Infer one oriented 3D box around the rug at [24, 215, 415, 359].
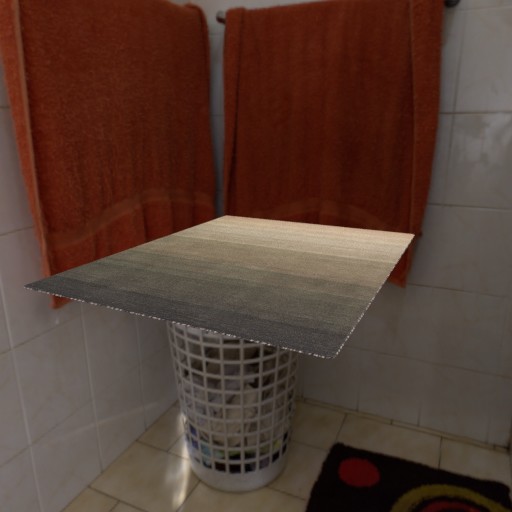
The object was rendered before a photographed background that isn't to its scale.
[{"bbox_3d":[0.000,0.000,3.924,2.305,0.017,2.902,8,18,25],"label":"rug"}]
